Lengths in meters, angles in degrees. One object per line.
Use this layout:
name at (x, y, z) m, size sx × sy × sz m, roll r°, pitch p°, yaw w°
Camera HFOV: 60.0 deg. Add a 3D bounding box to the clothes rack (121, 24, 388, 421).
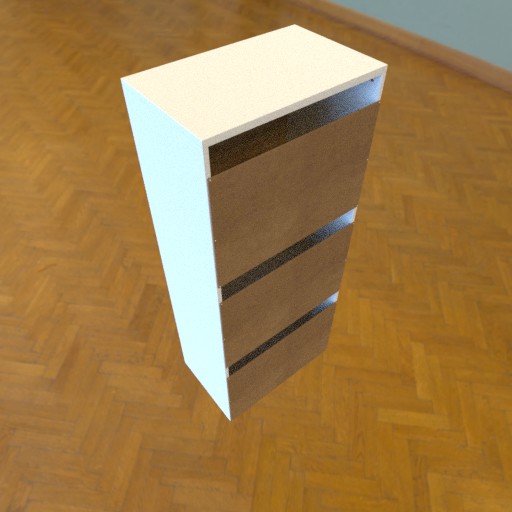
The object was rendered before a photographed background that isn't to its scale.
clothes rack at (0.000, 0.000, 1.404) m, size 0.500 × 1.187 × 0.331 m, roll -30°, pitch 54°, yaw -25°
